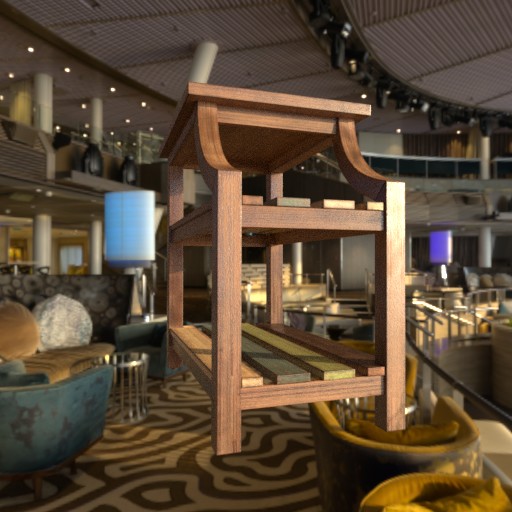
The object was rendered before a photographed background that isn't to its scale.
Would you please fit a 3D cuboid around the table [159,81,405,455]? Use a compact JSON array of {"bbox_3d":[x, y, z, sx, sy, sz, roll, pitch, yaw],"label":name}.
[{"bbox_3d":[0.000,0.000,0.965,0.356,0.584,0.609,0,-1,-18],"label":"table"}]
